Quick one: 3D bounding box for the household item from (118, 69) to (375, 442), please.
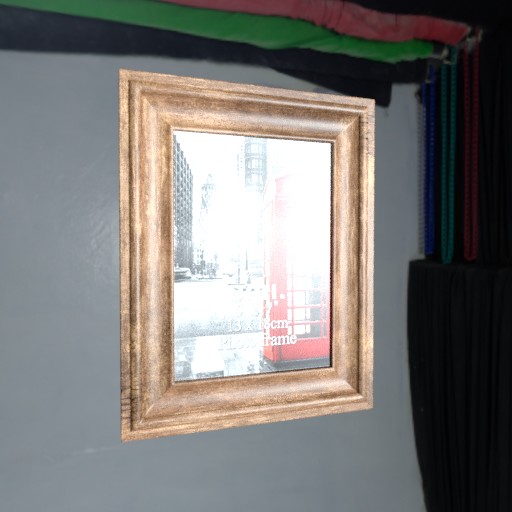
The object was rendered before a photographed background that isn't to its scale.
[{"bbox_3d":[0.000,0.000,0.317,0.186,0.237,0.018,0,1,-18],"label":"household item"}]
